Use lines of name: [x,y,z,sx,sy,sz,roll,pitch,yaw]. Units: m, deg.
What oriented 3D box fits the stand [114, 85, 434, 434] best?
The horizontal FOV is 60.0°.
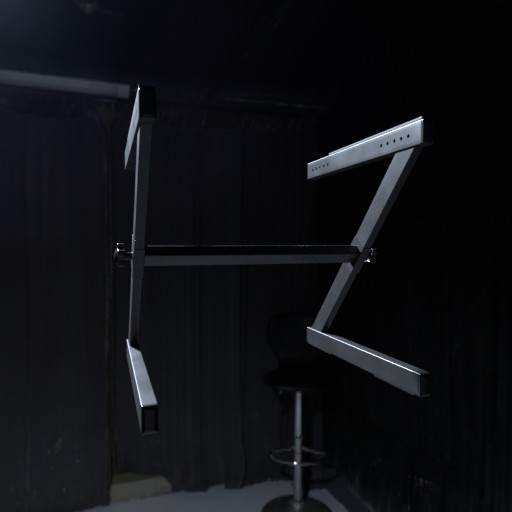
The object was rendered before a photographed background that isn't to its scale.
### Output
stand: [0.000,0.000,1.147,0.700,0.617,0.586,-1,2,-19]
